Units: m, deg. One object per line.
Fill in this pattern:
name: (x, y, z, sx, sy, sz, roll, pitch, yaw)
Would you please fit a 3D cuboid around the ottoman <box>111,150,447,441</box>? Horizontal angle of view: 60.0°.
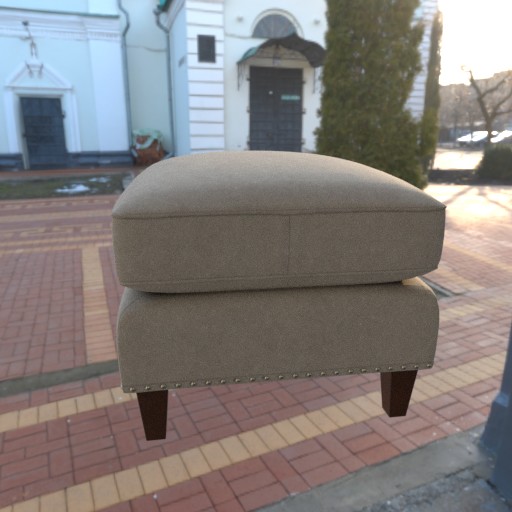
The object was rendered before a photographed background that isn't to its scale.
ottoman: (0.000, 0.000, 1.113, 0.584, 0.513, 0.741, -2, 15, -8)
